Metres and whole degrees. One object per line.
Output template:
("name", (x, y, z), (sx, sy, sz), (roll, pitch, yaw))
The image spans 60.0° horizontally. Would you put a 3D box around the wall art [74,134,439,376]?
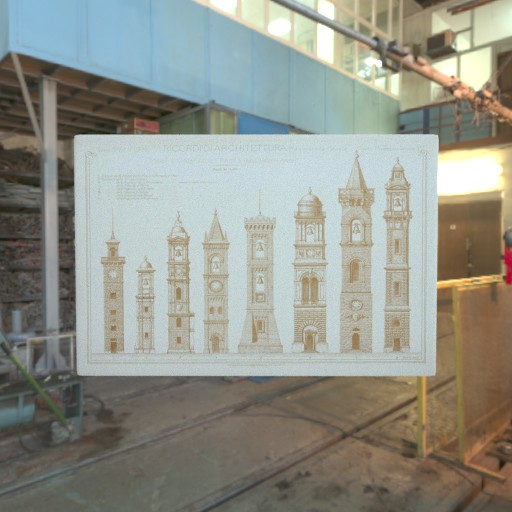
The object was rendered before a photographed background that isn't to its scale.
("wall art", (0.000, 0.000, 0.475), (0.380, 0.254, 0.019), (0, 2, 0))
